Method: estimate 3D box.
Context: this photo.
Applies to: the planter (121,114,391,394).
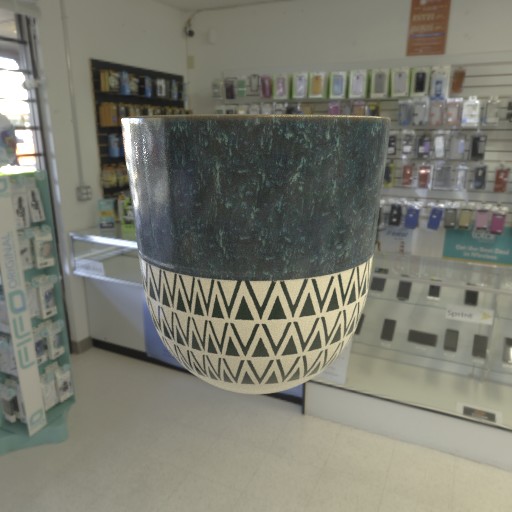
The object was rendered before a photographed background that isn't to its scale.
[{"bbox_3d":[0.000,0.000,0.362,0.195,0.214,0.195,0,16,0],"label":"planter"}]
